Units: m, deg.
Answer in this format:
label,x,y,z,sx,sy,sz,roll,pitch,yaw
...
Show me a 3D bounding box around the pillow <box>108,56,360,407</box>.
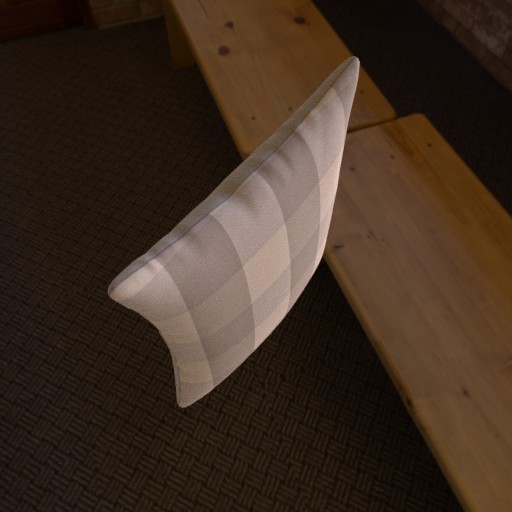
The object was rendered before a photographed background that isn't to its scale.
label,x,y,z,sx,sy,sz,roll,pitch,yaw
pillow,0.000,0.000,0.787,0.161,0.509,0.511,33,64,19
